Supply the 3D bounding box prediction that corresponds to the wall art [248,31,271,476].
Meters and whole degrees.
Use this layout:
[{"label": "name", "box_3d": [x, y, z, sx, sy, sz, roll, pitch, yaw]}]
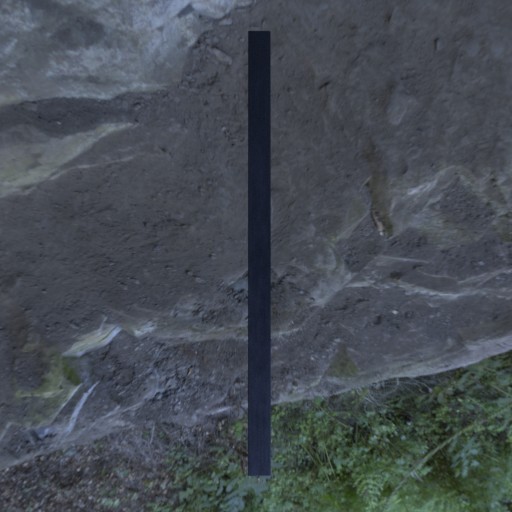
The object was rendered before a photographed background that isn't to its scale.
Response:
[{"label": "wall art", "box_3d": [0.000, 0.000, 1.139, 0.039, 0.763, 0.763, 0, 89, -1]}]
